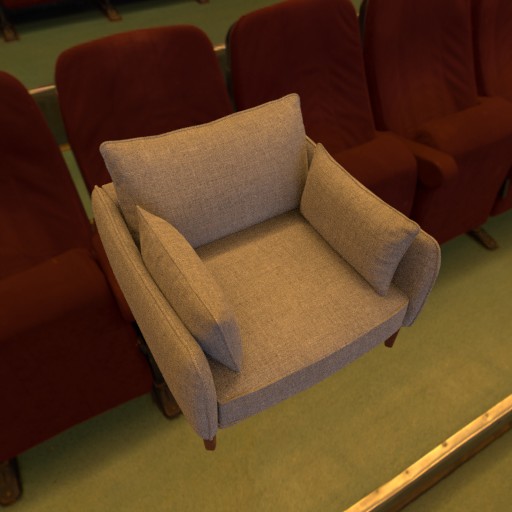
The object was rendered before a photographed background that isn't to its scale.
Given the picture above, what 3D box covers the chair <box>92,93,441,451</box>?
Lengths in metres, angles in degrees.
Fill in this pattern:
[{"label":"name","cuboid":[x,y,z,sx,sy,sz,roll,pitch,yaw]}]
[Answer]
[{"label":"chair","cuboid":[0.000,0.000,1.713,0.993,0.839,0.976,-23,51,-20]}]
